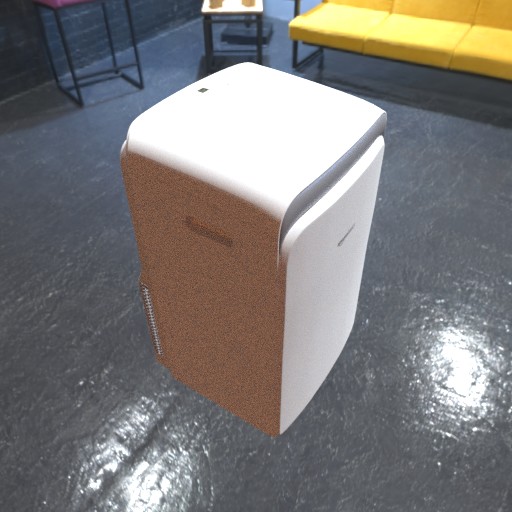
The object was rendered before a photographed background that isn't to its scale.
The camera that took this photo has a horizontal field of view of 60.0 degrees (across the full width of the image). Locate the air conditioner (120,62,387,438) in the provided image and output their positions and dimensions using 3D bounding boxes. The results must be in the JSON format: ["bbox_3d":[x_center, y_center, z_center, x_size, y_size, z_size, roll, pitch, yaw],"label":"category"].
[{"bbox_3d":[0.000,0.000,1.084,0.467,0.765,0.478,25,49,24],"label":"air conditioner"}]
